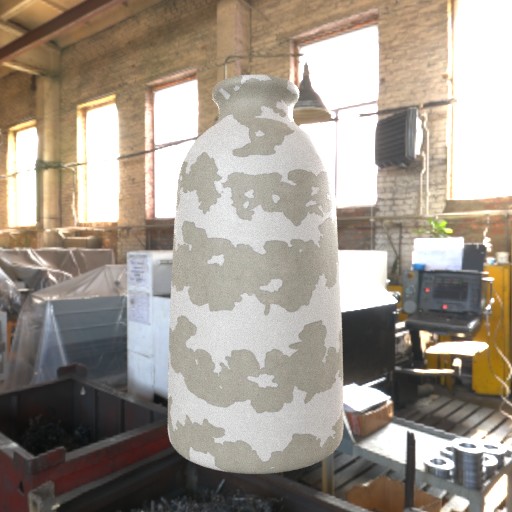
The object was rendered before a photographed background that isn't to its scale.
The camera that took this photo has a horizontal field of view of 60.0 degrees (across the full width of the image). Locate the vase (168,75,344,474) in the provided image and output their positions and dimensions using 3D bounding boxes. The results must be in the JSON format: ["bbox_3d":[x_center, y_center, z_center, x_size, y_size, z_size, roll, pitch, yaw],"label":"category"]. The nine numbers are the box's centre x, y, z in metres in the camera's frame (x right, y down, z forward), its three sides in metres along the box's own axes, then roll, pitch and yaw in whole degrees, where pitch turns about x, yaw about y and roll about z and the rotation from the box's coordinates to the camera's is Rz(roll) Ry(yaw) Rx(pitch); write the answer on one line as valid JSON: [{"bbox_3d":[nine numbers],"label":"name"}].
[{"bbox_3d":[0.000,0.000,0.483,0.186,0.382,0.203,0,1,3],"label":"vase"}]
